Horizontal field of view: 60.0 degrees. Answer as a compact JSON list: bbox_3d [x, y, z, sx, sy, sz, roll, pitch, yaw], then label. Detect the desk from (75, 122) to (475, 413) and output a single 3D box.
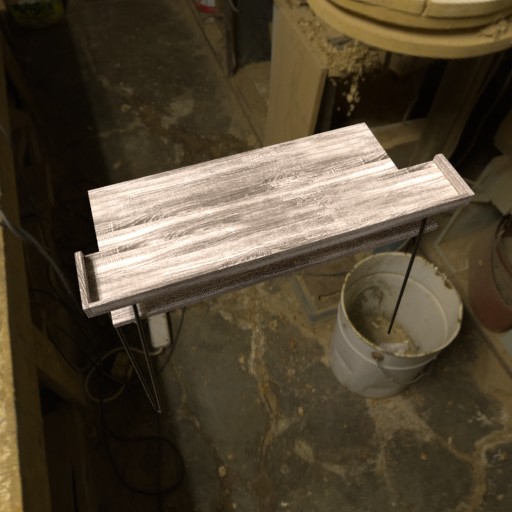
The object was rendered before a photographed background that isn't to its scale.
[{"bbox_3d":[0.000,0.000,1.603,1.135,0.899,0.605,-16,59,-10],"label":"desk"}]
